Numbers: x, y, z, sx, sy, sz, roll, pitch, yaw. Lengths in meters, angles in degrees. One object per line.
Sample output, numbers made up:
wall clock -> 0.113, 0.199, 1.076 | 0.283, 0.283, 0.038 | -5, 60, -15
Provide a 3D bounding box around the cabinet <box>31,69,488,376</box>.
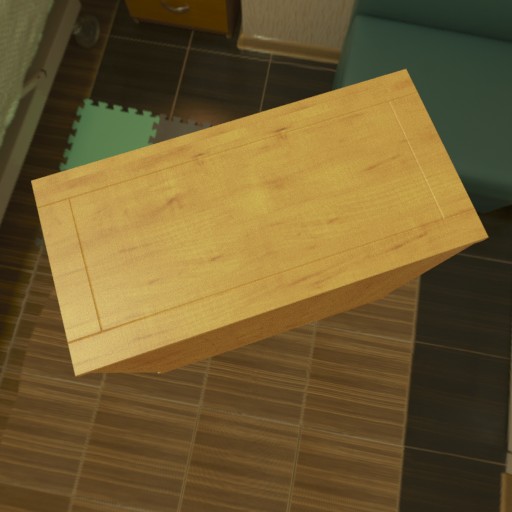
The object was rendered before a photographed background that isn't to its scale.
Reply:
cabinet -> 0.000, 0.000, 1.389 | 0.920, 0.840, 0.450 | -18, 76, -5
